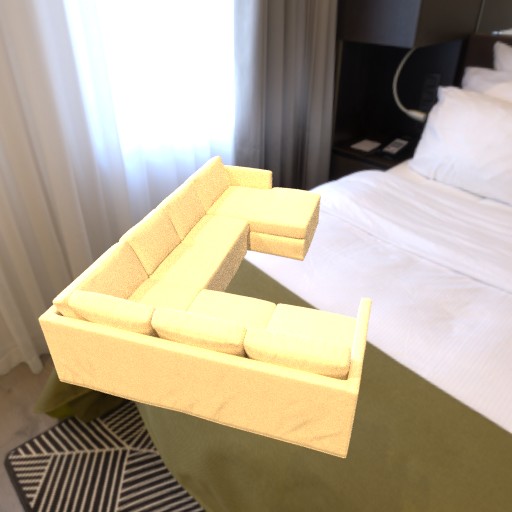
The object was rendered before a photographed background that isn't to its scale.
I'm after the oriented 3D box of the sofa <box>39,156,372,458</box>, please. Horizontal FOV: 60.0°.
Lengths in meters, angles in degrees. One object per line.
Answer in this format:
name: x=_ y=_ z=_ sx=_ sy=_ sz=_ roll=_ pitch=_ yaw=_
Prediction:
sofa: x=0.000 y=0.000 z=4.594 sx=2.427 sy=0.882 sz=3.460 roll=9 pitch=34 yaw=14
